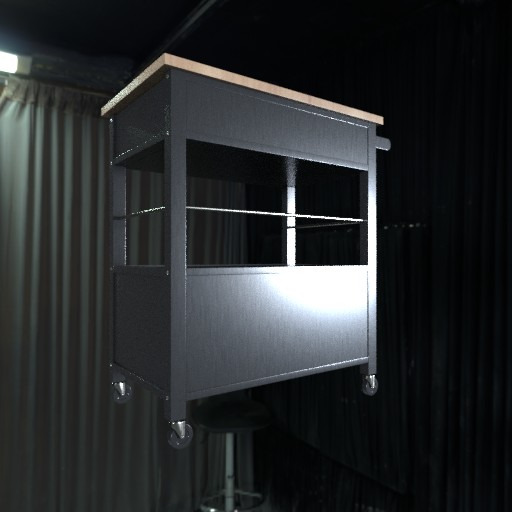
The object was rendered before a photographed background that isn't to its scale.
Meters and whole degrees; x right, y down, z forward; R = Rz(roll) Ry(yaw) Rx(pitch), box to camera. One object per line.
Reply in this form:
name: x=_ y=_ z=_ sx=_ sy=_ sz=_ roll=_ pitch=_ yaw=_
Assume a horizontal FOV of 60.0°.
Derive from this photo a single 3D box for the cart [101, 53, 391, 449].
cart: x=0.000 y=0.000 z=1.417 sx=0.840 sy=0.901 sz=0.459 roll=0 pitch=0 yaw=-36
